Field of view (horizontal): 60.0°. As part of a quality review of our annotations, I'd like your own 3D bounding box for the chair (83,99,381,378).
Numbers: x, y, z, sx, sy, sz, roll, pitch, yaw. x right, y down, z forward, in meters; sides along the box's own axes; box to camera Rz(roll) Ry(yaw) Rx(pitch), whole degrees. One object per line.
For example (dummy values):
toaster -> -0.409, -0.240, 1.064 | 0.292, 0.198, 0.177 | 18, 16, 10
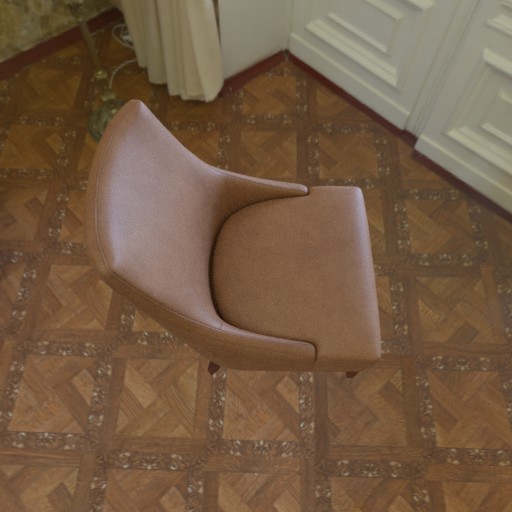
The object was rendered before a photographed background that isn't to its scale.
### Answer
chair -> 0.000, 0.000, 1.523 | 0.861, 0.909, 0.701 | 0, 64, 0
